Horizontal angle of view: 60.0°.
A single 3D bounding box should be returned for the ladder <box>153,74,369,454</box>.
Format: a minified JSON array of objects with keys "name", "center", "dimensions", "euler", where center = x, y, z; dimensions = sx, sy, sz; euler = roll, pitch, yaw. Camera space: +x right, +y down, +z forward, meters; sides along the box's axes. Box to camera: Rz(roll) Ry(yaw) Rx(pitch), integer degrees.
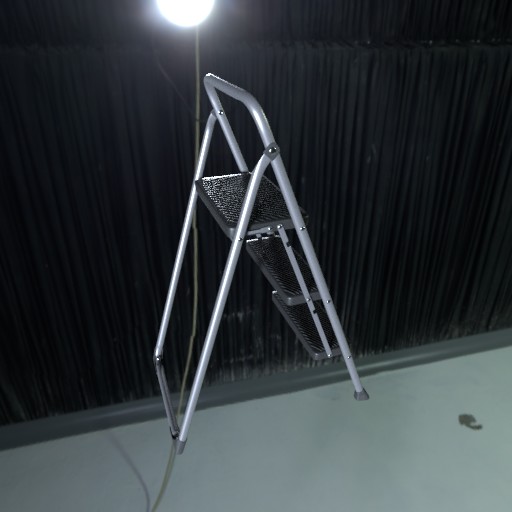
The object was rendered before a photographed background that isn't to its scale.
[{"name":"ladder","center":[0.000,0.000,1.270],"dimensions":[0.629,0.945,0.430],"euler":[-10,31,-17]}]
